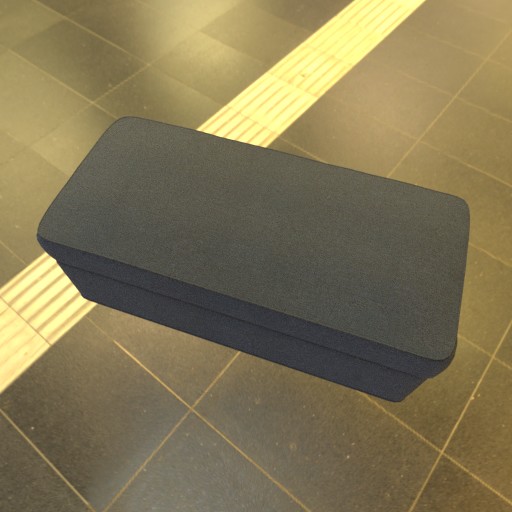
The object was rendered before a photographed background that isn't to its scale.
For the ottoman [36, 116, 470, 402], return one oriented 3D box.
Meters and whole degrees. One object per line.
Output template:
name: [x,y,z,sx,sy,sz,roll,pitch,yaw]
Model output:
ottoman: [0.000,0.000,1.364,1.110,0.460,0.515,16,60,10]
